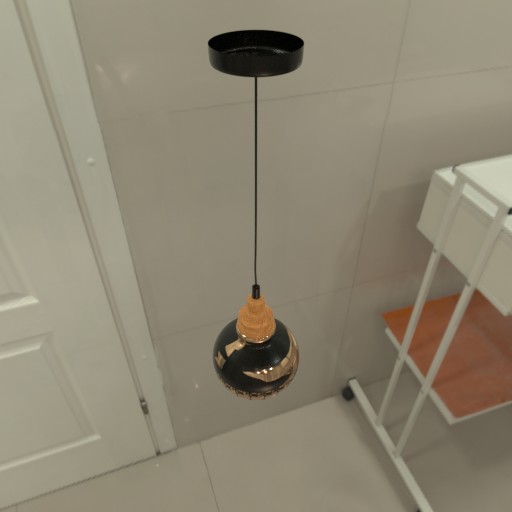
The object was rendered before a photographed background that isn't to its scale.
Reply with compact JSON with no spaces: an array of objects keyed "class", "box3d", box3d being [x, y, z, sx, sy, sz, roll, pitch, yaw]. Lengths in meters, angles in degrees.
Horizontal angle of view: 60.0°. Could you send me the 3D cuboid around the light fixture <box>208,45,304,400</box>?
[{"class":"light fixture","box3d":[0.000,0.000,1.788,0.430,1.606,0.430,-13,42,-15]}]
